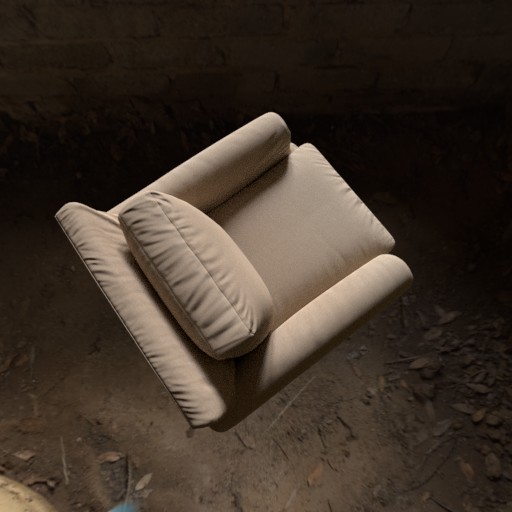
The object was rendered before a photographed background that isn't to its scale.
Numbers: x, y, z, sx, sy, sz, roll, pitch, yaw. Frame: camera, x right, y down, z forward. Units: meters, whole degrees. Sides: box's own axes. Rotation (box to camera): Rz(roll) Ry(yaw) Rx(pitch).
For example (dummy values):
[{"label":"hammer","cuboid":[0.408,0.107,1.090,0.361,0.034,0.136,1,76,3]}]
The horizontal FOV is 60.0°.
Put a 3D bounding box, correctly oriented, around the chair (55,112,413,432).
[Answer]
[{"label":"chair","cuboid":[0.000,0.000,1.784,1.066,0.866,0.940,-35,77,-9]}]
